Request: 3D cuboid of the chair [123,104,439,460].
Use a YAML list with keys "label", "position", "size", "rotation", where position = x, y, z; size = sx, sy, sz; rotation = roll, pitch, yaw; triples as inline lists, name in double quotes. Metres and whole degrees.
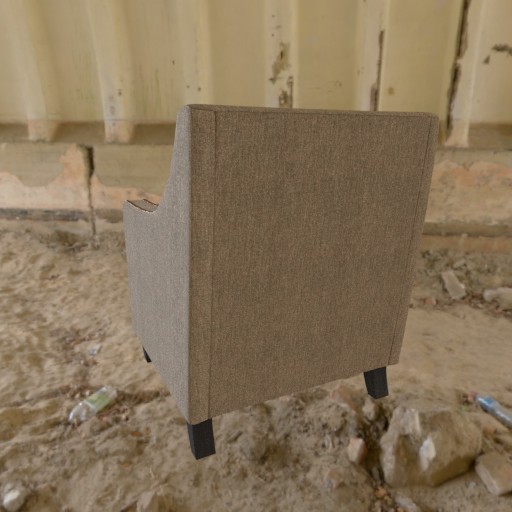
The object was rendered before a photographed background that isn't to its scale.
- label: "chair"
  position: [0.000, 0.000, 1.594]
  size: [0.776, 0.967, 0.884]
  rotation: [-8, 17, -26]
